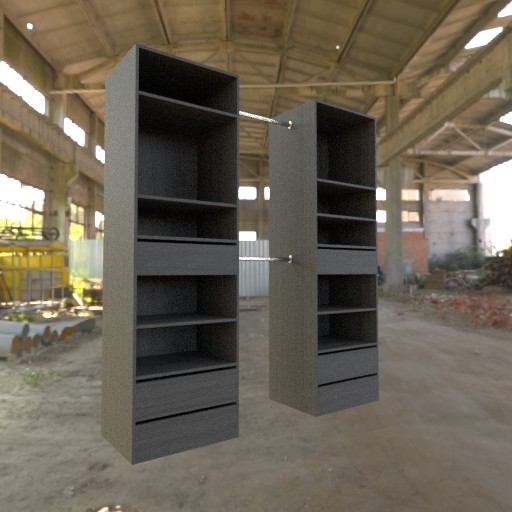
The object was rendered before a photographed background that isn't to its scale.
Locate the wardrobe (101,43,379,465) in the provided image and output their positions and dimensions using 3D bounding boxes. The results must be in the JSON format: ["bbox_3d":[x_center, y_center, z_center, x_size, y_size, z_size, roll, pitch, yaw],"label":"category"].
[{"bbox_3d":[0.000,0.000,2.811,1.770,2.000,0.480,1,-2,-36],"label":"wardrobe"}]
